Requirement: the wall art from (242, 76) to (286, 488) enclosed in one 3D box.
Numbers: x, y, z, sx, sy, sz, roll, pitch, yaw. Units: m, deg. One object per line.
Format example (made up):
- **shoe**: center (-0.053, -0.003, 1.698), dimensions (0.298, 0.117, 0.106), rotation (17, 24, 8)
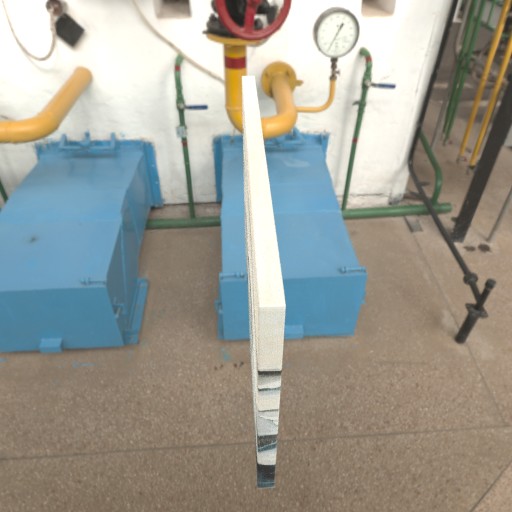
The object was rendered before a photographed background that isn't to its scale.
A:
- **wall art**: center (0.000, 0.000, 1.154), dimensions (0.039, 0.609, 0.914), rotation (-2, 41, -2)
